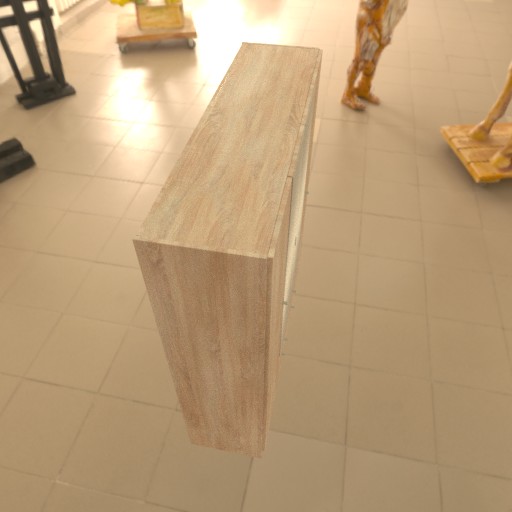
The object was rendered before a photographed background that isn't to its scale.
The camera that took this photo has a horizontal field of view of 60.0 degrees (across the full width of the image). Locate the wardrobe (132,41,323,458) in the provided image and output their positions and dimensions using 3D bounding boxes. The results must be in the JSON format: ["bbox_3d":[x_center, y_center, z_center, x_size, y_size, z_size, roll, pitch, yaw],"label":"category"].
[{"bbox_3d":[0.000,0.000,3.168,0.598,2.159,1.998,8,47,8],"label":"wardrobe"}]
